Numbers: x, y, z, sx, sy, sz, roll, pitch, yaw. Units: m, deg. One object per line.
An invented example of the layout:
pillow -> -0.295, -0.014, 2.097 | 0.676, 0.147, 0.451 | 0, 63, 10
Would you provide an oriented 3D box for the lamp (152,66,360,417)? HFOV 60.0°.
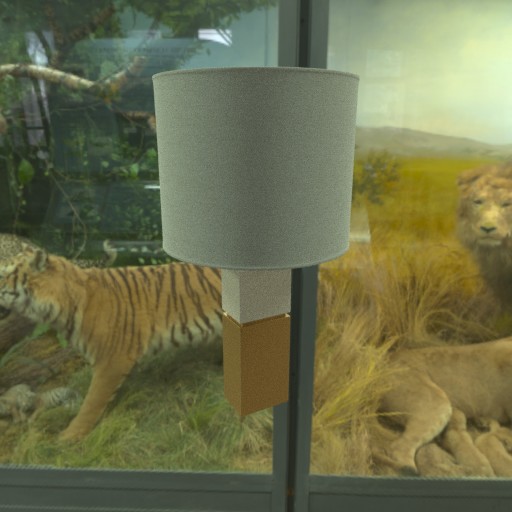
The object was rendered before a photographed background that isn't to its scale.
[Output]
lamp -> 0.000, 0.000, 0.560 | 0.229, 0.417, 0.229 | -9, 19, -28
